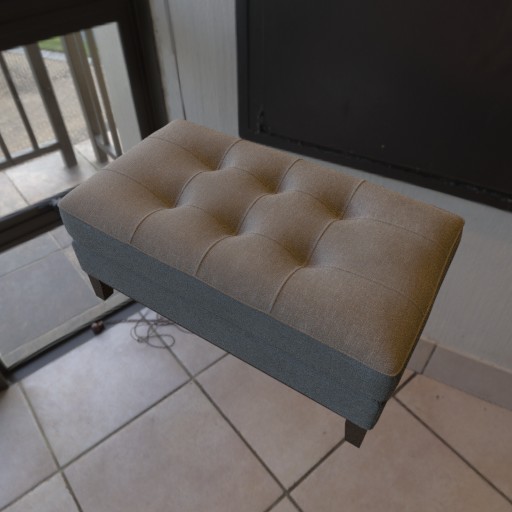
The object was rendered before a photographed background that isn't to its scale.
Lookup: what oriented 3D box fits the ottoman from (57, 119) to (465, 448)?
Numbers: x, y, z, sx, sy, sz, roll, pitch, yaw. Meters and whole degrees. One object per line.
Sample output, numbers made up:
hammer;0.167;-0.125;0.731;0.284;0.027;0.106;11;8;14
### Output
ottoman;0.000;0.000;1.503;1.143;0.514;0.648;24;51;22
